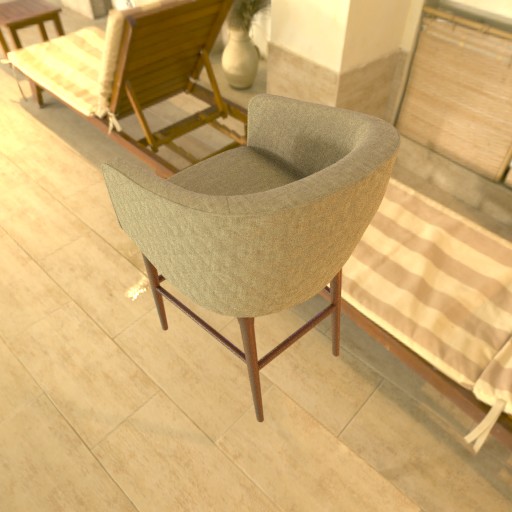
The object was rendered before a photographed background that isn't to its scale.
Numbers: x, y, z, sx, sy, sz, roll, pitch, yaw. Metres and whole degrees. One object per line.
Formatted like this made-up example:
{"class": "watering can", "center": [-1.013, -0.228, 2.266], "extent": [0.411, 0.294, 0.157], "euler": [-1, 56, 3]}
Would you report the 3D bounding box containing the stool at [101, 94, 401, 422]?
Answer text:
{"class": "stool", "center": [0.000, 0.000, 1.332], "extent": [0.559, 0.952, 0.635], "euler": [-33, 55, -27]}
